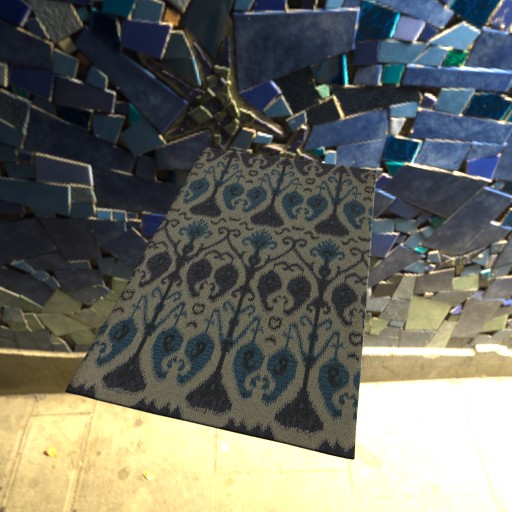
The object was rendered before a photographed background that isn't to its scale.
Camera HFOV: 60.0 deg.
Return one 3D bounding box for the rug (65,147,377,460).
[{"bbox_3d":[0.000,0.000,2.135,1.072,0.013,1.698,10,47,9],"label":"rug"}]
